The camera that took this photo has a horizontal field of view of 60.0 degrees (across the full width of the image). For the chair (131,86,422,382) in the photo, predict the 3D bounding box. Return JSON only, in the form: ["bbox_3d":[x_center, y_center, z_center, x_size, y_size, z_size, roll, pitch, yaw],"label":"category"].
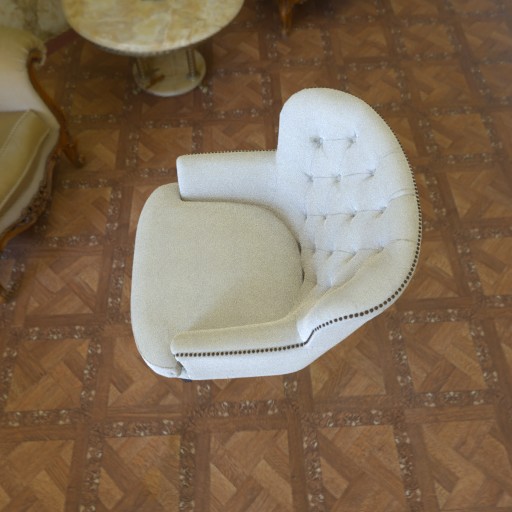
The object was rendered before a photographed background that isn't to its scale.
[{"bbox_3d":[0.000,0.000,1.608,0.906,0.868,0.848,-3,59,-2],"label":"chair"}]
